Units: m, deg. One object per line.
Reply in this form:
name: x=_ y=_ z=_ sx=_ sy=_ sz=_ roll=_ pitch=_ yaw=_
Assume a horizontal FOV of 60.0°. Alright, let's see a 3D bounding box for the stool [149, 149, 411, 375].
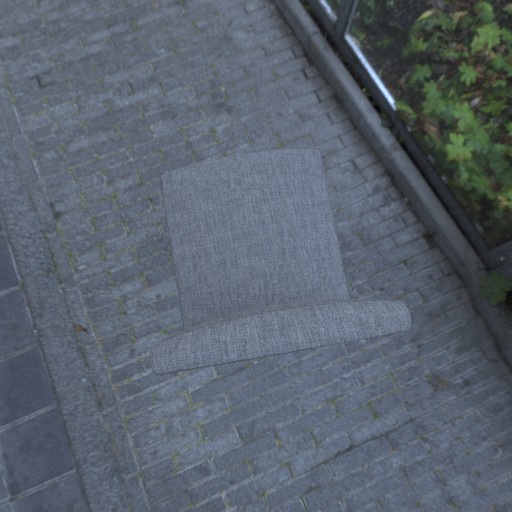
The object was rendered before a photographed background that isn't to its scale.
stool: x=0.000 y=0.000 z=1.224 sx=0.451 sy=0.966 sz=0.552 roll=-9 pitch=77 yaw=-2
